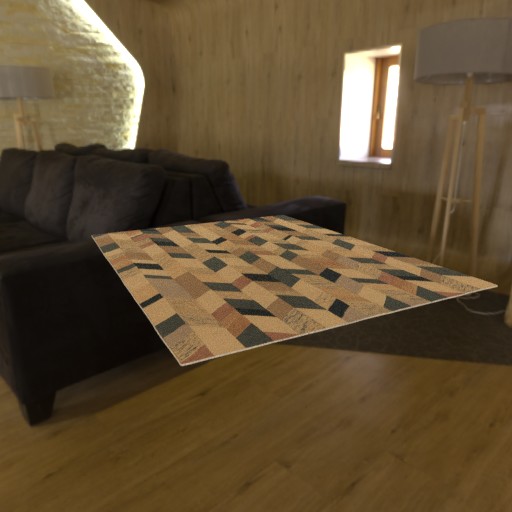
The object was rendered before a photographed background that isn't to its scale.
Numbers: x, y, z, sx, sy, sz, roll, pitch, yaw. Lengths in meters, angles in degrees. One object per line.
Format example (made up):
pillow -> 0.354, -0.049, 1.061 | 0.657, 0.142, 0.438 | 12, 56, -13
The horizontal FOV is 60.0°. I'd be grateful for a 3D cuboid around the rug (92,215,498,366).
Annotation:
rug -> 0.000, 0.000, 4.038 | 2.451, 0.011, 3.072 | -8, 18, -26
